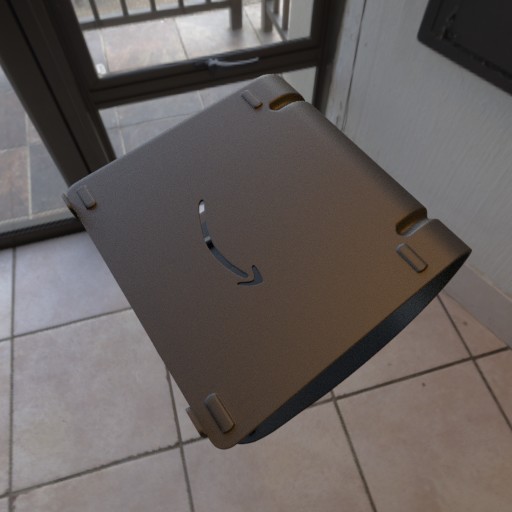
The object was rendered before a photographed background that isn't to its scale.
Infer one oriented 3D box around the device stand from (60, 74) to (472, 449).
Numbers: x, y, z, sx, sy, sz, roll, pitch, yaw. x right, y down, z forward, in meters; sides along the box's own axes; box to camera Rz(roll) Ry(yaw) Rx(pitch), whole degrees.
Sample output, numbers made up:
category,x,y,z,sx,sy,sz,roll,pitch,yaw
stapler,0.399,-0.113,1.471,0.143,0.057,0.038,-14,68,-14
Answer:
category,x,y,z,sx,sy,sz,roll,pitch,yaw
device stand,0.000,0.000,0.397,0.236,0.155,0.256,-30,63,-17
